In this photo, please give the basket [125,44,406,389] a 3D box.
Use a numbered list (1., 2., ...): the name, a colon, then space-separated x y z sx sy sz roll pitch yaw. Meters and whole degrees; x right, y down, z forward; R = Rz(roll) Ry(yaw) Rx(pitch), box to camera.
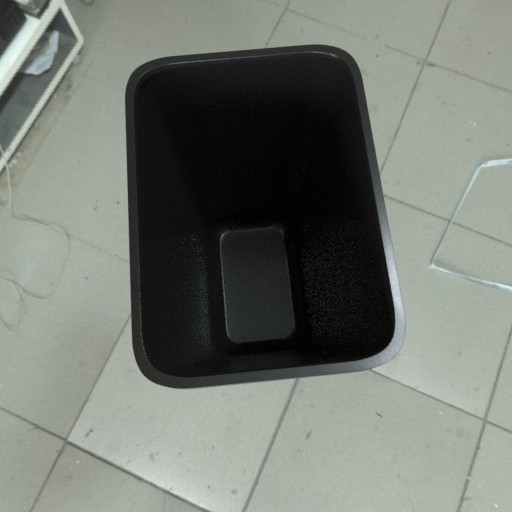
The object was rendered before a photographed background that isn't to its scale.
1. basket: 0.000 0.000 0.748 0.287 0.521 0.394 -5 76 -1
